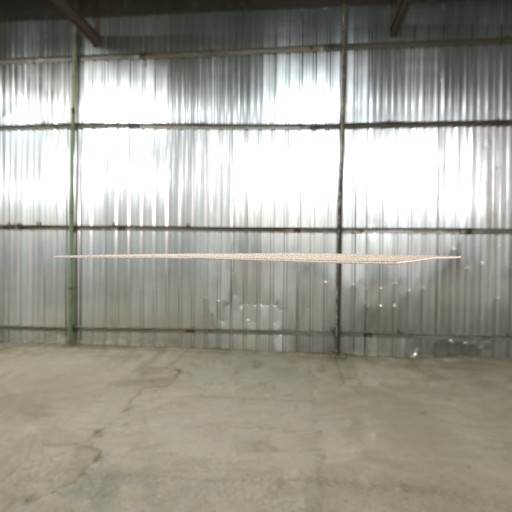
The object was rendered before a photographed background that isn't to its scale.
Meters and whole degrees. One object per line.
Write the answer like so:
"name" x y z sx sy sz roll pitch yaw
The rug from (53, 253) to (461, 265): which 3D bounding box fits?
"rug" 0.000 0.000 2.297 1.792 0.021 1.154 1 1 34
